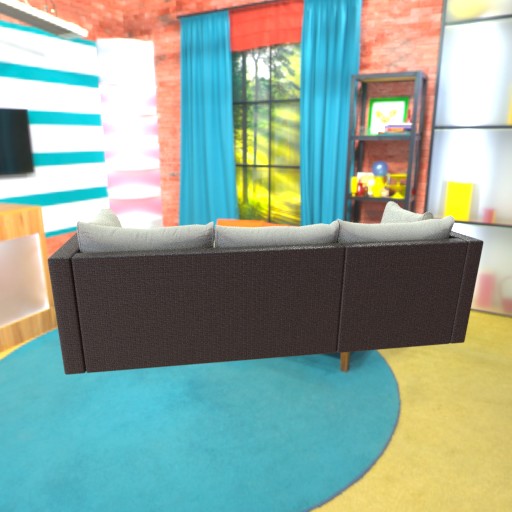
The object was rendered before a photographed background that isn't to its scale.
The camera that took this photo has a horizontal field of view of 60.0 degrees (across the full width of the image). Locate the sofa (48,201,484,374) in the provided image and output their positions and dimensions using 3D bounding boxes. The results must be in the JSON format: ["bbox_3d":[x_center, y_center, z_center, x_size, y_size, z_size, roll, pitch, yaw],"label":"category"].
[{"bbox_3d":[0.000,0.000,3.009,2.192,0.766,1.612,-2,15,-9],"label":"sofa"}]
